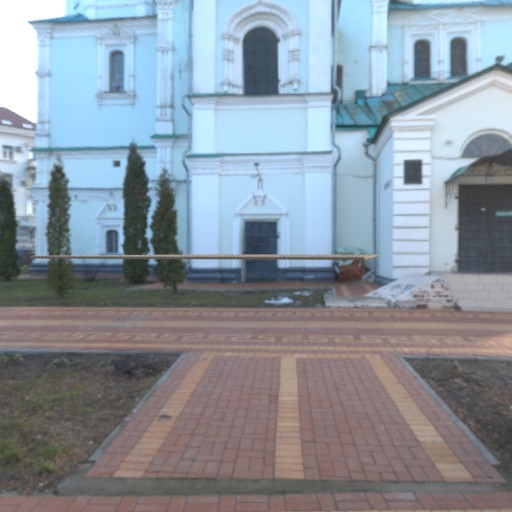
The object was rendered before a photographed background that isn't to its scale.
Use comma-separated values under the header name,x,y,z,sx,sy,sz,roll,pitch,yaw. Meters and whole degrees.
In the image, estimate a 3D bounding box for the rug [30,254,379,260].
name,x,y,z,sx,sy,sz,roll,pitch,yaw
rug,0.000,0.000,2.348,1.219,0.010,1.829,0,0,17
